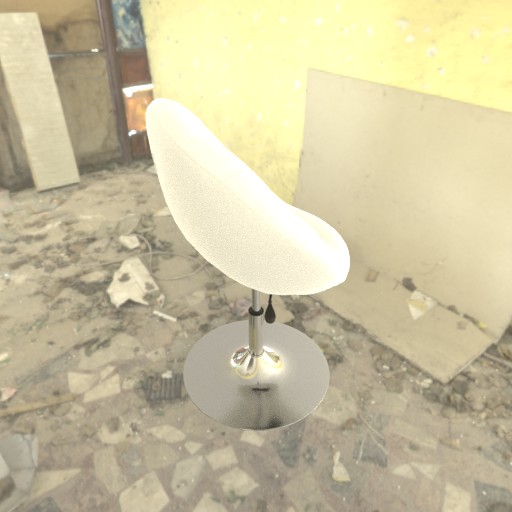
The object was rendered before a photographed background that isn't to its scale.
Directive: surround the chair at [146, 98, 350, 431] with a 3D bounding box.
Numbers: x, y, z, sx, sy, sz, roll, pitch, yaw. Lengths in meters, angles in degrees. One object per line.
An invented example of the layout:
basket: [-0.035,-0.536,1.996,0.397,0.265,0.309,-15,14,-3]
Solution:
chair: [0.000,0.000,1.818,0.736,1.261,0.940,-11,33,-17]
